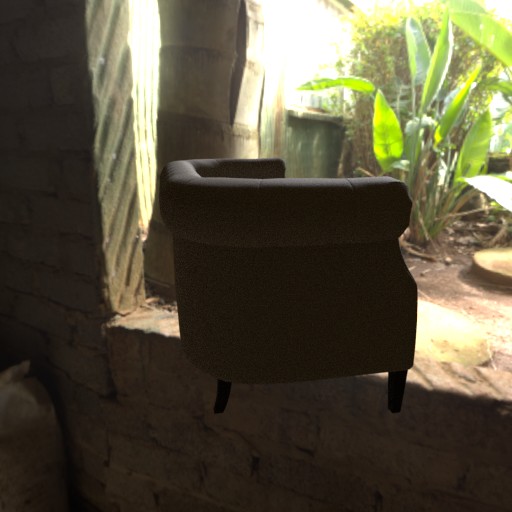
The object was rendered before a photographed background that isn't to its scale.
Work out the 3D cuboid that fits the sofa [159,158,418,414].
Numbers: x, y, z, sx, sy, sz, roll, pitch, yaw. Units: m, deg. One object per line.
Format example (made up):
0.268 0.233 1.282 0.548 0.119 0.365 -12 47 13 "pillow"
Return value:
0.000 0.000 2.036 0.835 0.827 1.558 -3 15 -11 "sofa"
